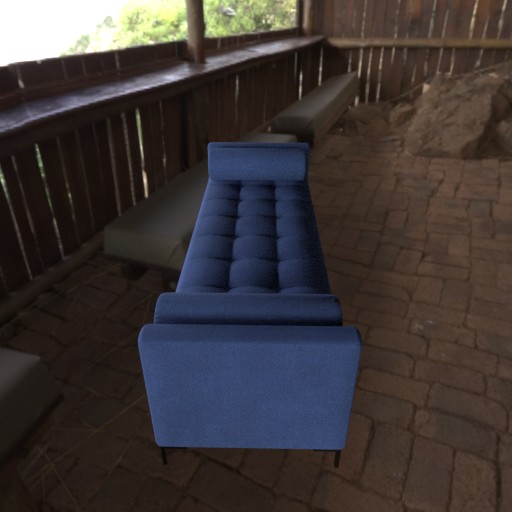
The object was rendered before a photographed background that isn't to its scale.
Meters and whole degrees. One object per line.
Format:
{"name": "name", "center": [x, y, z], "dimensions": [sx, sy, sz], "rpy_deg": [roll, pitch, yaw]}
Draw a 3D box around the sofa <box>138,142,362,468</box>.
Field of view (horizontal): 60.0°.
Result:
{"name": "sofa", "center": [0.000, 0.000, 2.323], "dimensions": [0.686, 0.635, 1.981], "rpy_deg": [1, 31, 1]}
